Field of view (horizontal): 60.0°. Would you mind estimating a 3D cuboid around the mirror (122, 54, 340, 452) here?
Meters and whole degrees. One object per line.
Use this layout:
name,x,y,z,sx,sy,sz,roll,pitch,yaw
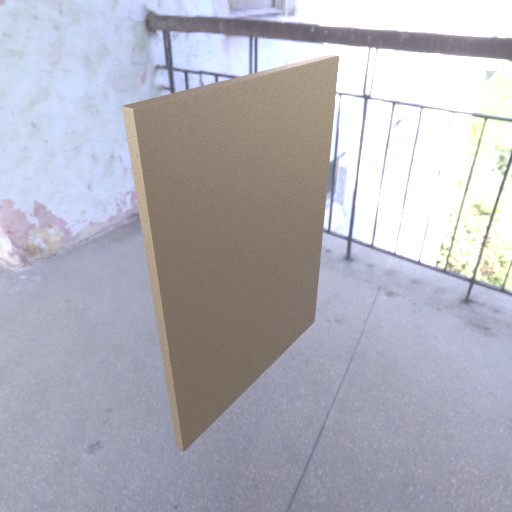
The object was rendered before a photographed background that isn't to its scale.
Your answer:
mirror,0.000,0.000,1.328,0.032,1.023,0.756,23,39,31
